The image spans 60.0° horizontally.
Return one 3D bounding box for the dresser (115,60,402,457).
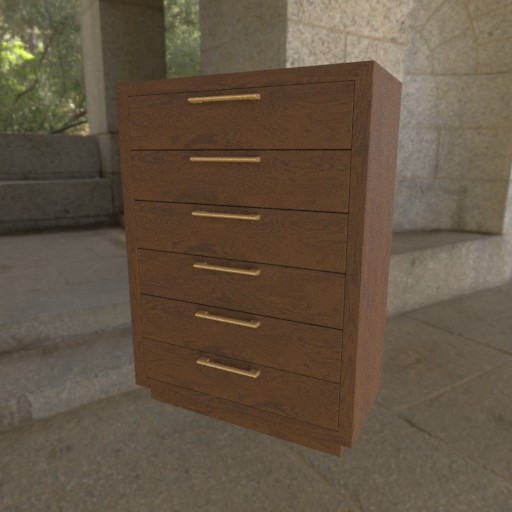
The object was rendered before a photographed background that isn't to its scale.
[{"bbox_3d":[0.000,0.000,1.793,0.964,1.320,0.516,7,15,26],"label":"dresser"}]
